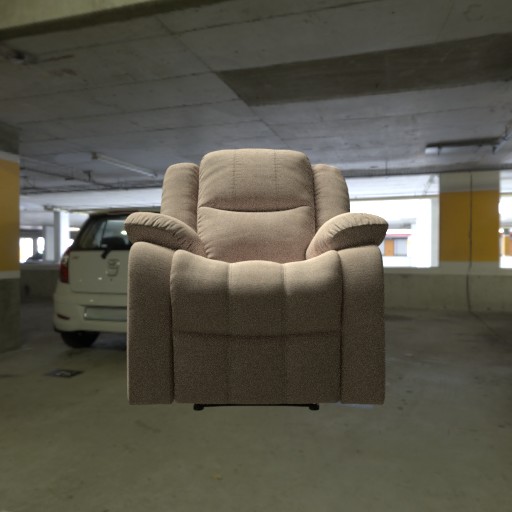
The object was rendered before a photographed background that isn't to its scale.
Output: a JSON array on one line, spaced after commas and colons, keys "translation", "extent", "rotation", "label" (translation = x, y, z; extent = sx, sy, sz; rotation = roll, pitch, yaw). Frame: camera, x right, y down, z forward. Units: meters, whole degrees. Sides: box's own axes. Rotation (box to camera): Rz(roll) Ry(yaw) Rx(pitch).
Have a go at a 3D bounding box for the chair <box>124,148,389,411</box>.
[{"translation": [0.000, 0.000, 1.793], "extent": [0.899, 1.008, 0.944], "rotation": [0, 1, 0], "label": "chair"}]
